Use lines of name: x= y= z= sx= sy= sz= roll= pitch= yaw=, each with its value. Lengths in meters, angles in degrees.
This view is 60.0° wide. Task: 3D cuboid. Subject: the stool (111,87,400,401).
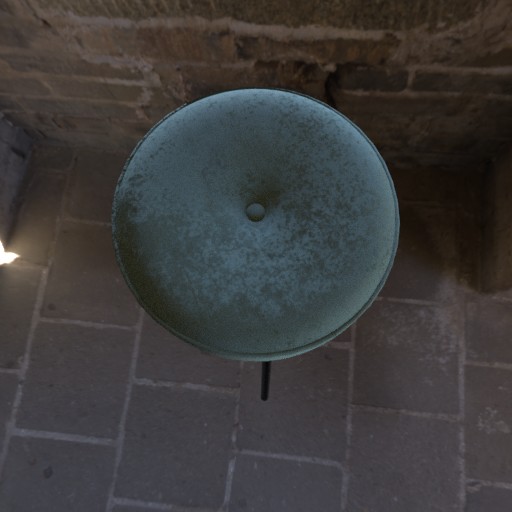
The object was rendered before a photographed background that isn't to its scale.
stool: x=0.000 y=0.000 z=0.857 sx=0.458 sy=0.519 sz=0.457 roll=-40 pitch=79 yaw=-10
